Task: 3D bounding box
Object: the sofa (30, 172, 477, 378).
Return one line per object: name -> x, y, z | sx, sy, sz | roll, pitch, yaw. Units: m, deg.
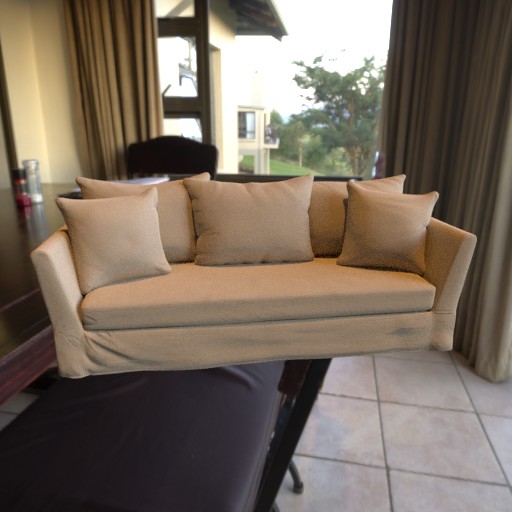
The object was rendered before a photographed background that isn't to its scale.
sofa -> 0.000, 0.000, 2.972 | 2.499, 1.047, 1.046 | -2, 17, -7
